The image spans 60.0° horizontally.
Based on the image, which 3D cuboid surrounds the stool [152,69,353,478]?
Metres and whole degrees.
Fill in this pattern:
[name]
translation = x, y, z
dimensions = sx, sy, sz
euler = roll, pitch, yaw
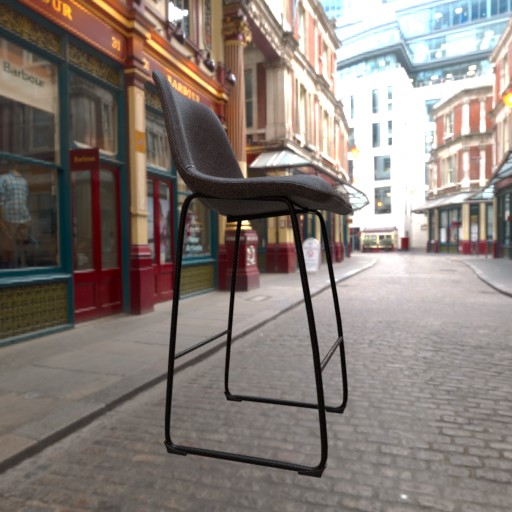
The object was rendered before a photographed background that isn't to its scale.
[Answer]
[stool]
translation = 0.000, 0.000, 1.372
dimensions = 0.561, 1.082, 0.514
euler = 0, 1, 18
